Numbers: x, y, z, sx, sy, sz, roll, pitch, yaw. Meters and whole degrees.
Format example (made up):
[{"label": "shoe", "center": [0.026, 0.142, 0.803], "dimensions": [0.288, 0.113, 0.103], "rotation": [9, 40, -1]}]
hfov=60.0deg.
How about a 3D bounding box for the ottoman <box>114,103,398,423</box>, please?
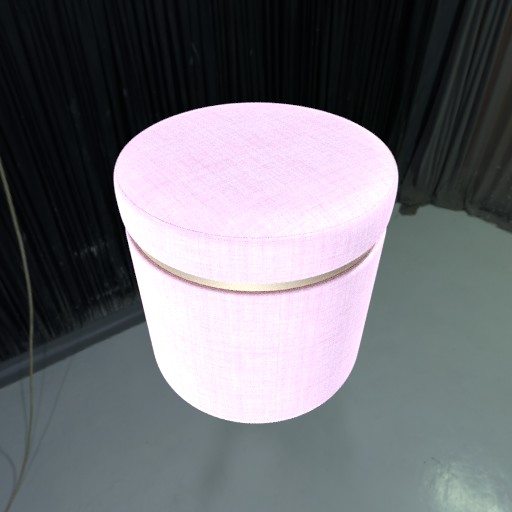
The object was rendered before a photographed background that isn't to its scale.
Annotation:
[{"label": "ottoman", "center": [0.000, 0.000, 0.751], "dimensions": [0.400, 0.406, 0.400], "rotation": [0, 40, 0]}]
